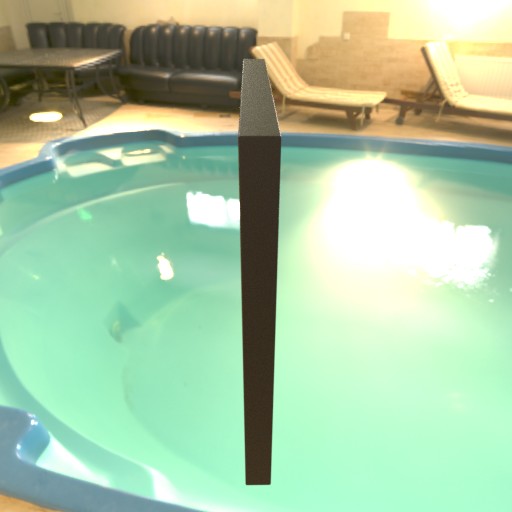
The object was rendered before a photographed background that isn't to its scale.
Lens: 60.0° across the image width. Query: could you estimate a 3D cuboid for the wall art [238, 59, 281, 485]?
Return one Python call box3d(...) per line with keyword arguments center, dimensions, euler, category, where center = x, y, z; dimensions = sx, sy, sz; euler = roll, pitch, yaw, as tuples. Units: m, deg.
box3d(center=(0.000, 0.000, 0.519), dimensions=(0.028, 0.381, 0.328), euler=(0, 32, -1), category="wall art")
